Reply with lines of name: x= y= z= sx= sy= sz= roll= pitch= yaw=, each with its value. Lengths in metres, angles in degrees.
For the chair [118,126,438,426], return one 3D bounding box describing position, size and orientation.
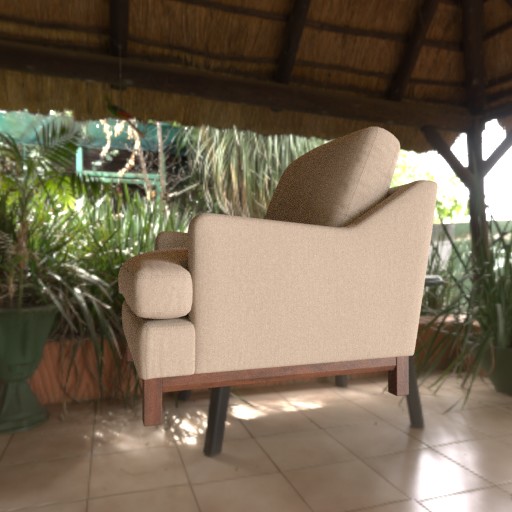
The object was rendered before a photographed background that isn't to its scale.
chair: x=0.000 y=0.000 z=1.732 sx=1.001 sy=0.916 sz=0.912 roll=0 pitch=-1 yaw=-19
